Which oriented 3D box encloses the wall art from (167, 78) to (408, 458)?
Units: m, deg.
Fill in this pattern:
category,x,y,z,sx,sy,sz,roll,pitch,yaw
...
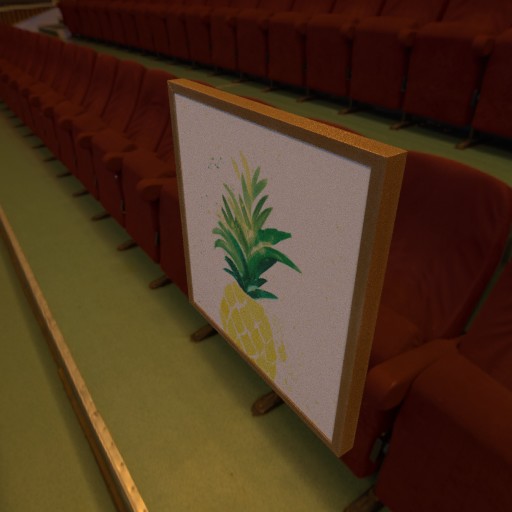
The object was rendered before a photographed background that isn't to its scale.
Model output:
category,x,y,z,sx,sy,sz,roll,pitch,yaw
wall art,0.000,0.000,0.775,0.033,0.509,0.510,-21,37,-30
